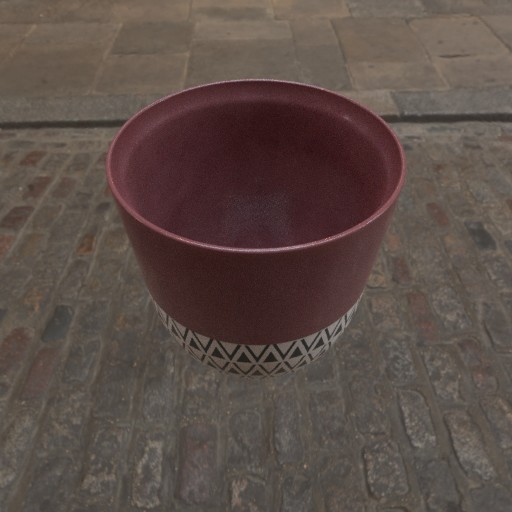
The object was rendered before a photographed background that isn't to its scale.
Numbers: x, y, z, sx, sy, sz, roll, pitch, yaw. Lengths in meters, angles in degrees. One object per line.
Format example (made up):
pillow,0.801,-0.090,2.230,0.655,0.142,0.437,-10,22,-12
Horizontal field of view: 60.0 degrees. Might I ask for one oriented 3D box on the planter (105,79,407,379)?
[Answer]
planter,0.000,0.000,0.371,0.195,0.214,0.195,0,47,0
